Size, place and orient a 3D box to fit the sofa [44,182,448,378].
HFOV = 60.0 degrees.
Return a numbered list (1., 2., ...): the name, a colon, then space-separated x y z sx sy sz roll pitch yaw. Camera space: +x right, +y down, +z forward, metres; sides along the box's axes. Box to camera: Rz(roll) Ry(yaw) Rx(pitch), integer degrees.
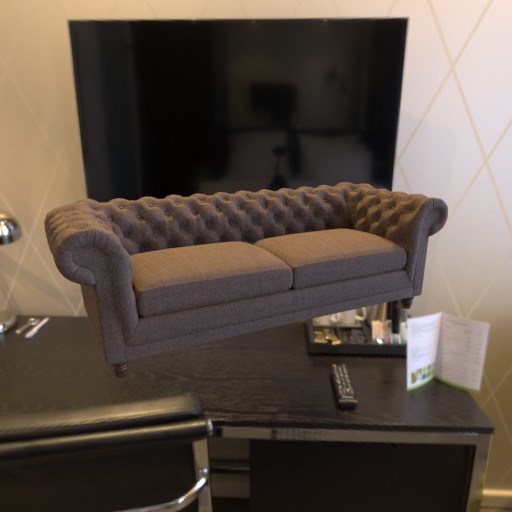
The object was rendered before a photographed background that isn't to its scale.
1. sofa: 0.000 0.000 2.840 2.385 0.787 0.944 -8 17 -26
